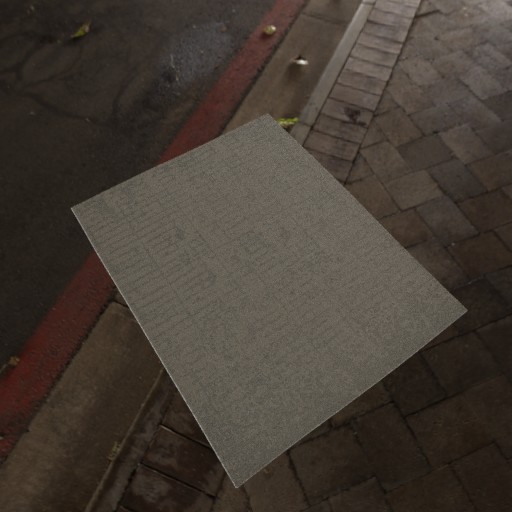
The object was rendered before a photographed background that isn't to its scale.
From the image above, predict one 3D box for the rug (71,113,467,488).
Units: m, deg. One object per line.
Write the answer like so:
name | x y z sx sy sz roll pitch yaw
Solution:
rug | 0.000 0.000 4.182 2.447 0.014 3.061 -30 64 -17
